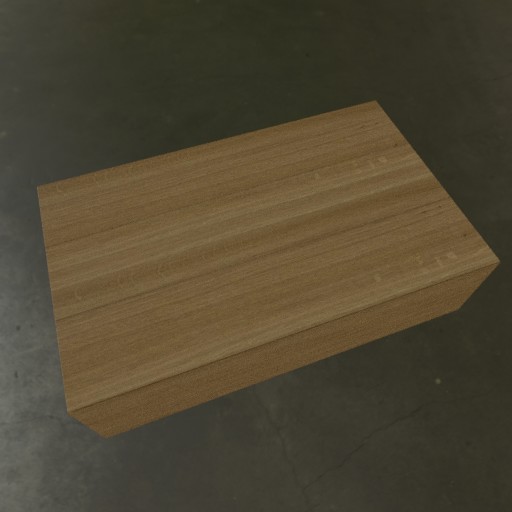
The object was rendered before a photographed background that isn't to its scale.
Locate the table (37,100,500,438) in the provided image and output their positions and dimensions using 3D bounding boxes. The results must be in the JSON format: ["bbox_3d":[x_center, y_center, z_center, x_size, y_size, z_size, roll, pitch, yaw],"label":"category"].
[{"bbox_3d":[0.000,0.000,1.370,1.110,0.353,0.678,-17,59,-11],"label":"table"}]
